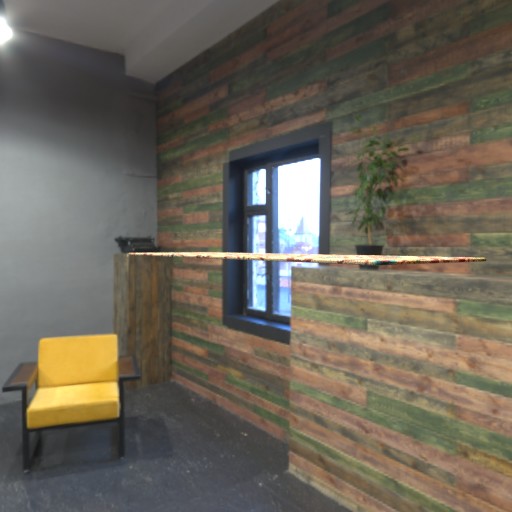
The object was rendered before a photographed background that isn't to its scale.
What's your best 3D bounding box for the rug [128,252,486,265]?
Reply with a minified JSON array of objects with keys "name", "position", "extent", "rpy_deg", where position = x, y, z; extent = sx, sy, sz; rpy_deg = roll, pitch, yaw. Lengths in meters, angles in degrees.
[{"name":"rug","position":[0.000,0.000,2.509],"extent":[0.693,0.016,2.273],"rpy_deg":[-1,1,-36]}]
